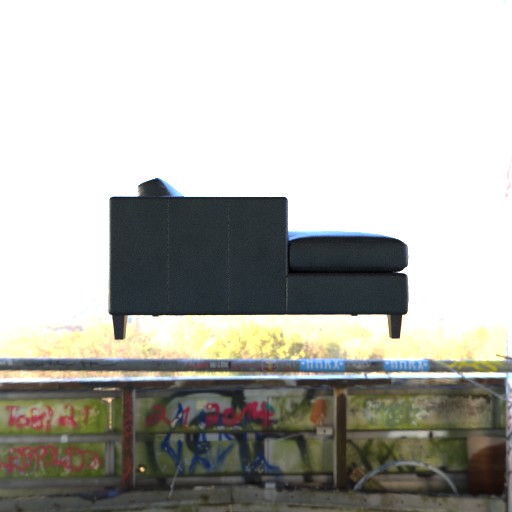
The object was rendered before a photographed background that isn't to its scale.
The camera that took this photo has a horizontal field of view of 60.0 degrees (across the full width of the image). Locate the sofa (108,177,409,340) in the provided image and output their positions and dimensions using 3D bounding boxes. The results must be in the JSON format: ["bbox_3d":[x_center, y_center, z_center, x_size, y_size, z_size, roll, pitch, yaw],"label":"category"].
[{"bbox_3d":[0.000,0.000,3.880,1.581,0.883,3.203,0,0,-1],"label":"sofa"}]
